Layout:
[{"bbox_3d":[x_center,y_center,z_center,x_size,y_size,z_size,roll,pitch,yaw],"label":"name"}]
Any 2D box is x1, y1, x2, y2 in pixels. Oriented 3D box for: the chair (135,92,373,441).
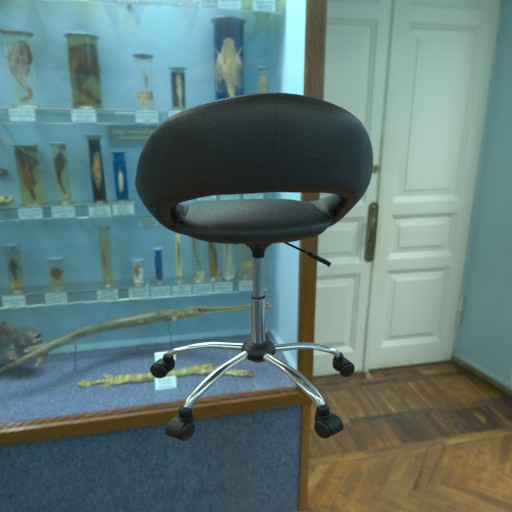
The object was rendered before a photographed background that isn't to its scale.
[{"bbox_3d":[0.000,0.000,1.186,0.612,0.791,0.538,-3,16,-10],"label":"chair"}]
